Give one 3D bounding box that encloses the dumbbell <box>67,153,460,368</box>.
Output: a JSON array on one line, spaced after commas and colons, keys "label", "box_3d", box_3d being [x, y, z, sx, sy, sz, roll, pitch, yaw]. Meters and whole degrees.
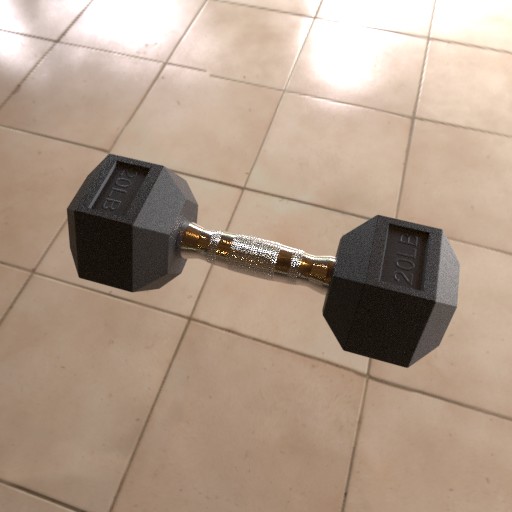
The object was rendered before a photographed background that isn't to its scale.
[{"label": "dumbbell", "box_3d": [0.000, 0.000, 0.359, 0.297, 0.101, 0.116, 14, 61, 8]}]
